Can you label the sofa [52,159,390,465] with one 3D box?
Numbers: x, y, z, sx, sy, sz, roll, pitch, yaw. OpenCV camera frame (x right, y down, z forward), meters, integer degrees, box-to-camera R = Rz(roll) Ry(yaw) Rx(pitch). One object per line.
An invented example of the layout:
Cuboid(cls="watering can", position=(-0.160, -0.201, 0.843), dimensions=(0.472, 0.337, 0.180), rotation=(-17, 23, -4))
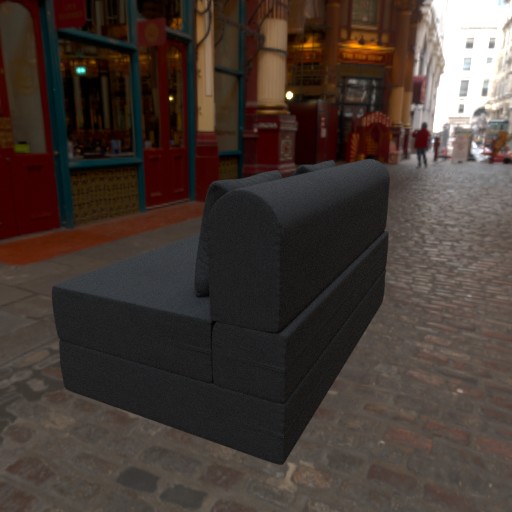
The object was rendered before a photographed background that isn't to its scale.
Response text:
Cuboid(cls="sofa", position=(0.000, 0.000, 1.678), dimensions=(0.762, 0.670, 1.225), rotation=(8, 17, 26))
